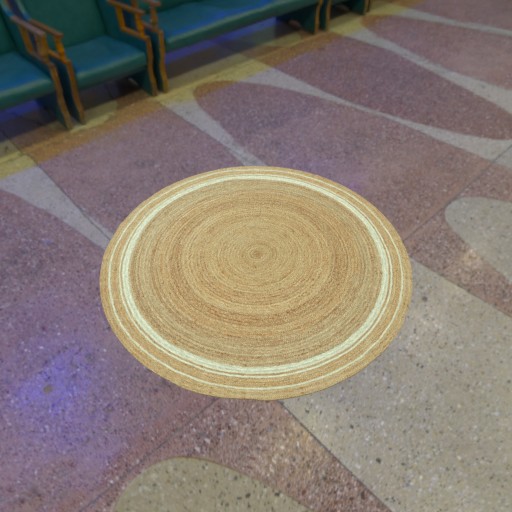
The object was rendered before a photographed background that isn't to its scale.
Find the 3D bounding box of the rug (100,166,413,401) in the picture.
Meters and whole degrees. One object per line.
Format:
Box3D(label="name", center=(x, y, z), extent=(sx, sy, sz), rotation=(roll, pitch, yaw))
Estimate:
Box3D(label="rug", center=(0.000, 0.000, 3.565), extent=(2.444, 0.015, 2.444), rotation=(0, 47, 0))
